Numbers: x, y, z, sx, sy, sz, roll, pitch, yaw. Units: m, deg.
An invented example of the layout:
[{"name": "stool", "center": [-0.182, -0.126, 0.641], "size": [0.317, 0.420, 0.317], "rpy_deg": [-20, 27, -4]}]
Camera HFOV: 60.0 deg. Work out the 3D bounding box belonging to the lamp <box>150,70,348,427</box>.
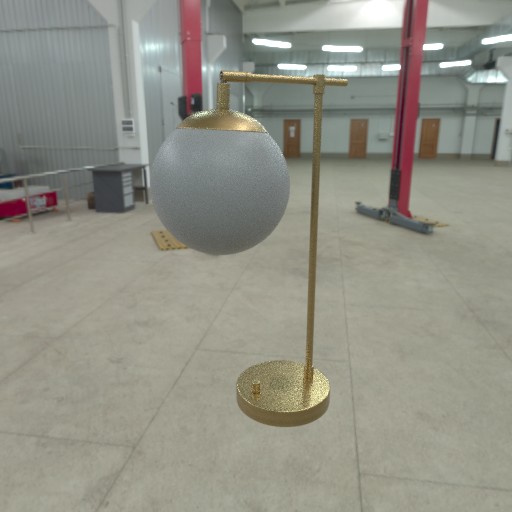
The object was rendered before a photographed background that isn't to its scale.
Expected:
[{"name": "lamp", "center": [0.000, 0.000, 0.720], "size": [0.324, 0.559, 0.207], "rpy_deg": [-8, 17, -25]}]
